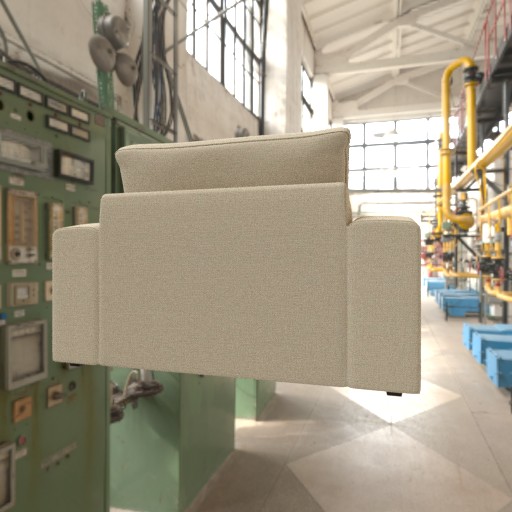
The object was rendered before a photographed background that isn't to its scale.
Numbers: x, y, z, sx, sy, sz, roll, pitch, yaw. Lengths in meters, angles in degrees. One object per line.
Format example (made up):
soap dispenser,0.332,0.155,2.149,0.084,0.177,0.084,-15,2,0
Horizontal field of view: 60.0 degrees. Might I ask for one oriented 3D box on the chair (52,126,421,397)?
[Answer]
chair,0.000,0.000,2.061,1.398,0.915,1.039,0,0,18
